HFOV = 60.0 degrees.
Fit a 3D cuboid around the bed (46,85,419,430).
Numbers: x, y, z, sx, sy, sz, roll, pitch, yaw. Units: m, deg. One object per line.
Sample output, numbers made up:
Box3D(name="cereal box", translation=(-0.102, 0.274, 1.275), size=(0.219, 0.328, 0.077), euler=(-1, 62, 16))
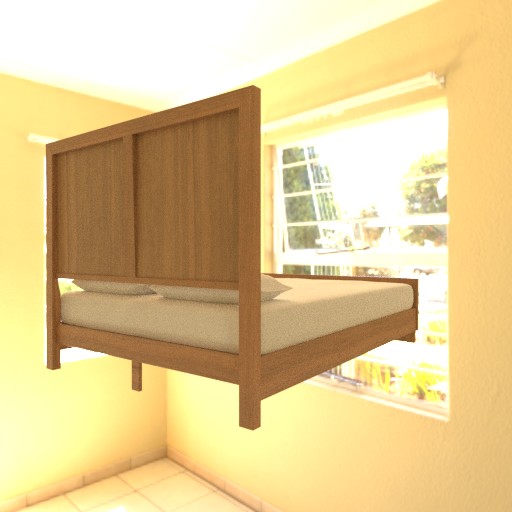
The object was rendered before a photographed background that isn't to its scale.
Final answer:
Box3D(name="bed", translation=(0.000, 0.000, 3.131), size=(1.606, 1.387, 2.184), euler=(0, 0, 37))
